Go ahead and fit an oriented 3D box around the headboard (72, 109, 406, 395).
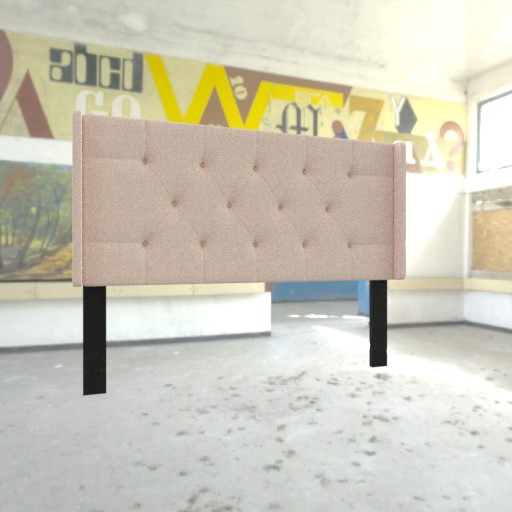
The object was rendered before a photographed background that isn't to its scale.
[{"bbox_3d":[0.000,0.000,2.688,2.051,1.524,0.184,0,0,-19],"label":"headboard"}]
